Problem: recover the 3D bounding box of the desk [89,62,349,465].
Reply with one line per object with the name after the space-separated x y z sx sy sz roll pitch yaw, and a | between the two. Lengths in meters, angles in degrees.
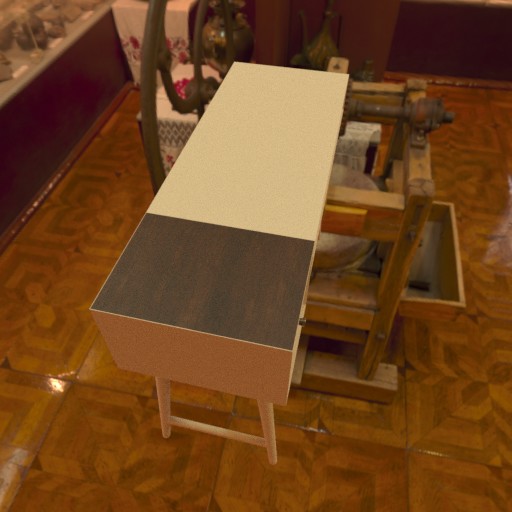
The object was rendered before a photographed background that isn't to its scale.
0.000 0.000 1.454 0.409 0.761 1.069 10 49 9 | desk
